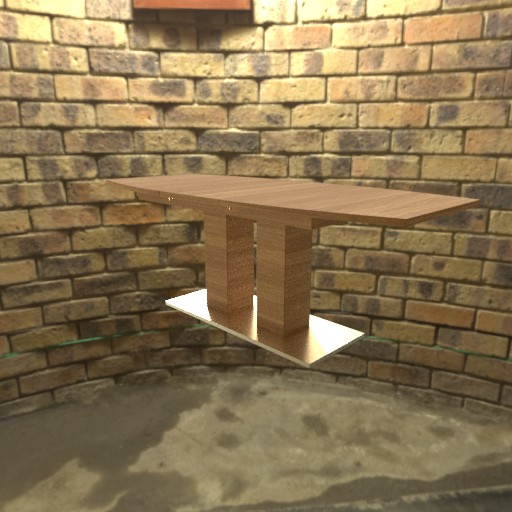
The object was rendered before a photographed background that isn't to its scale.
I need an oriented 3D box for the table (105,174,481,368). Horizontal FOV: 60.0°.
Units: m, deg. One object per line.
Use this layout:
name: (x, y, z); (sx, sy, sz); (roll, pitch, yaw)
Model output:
table: (0.000, 0.000, 2.444); (2.032, 0.750, 0.900); (14, 20, 43)
